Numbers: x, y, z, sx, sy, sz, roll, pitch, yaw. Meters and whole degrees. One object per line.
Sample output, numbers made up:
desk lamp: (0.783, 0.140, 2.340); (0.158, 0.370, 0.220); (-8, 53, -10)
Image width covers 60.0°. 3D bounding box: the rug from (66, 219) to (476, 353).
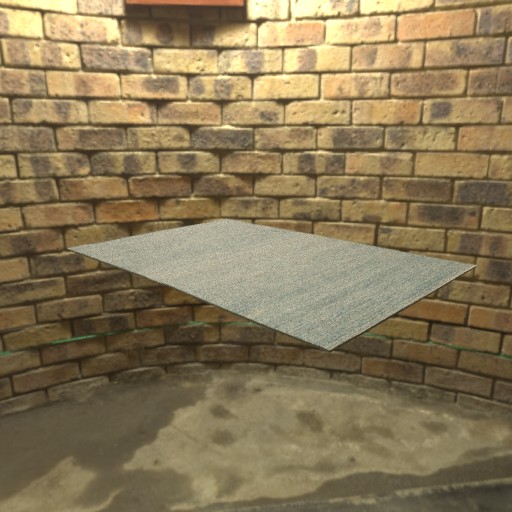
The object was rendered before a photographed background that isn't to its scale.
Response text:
rug: (0.000, 0.000, 5.270); (4.078, 0.052, 2.802); (14, 21, 42)
